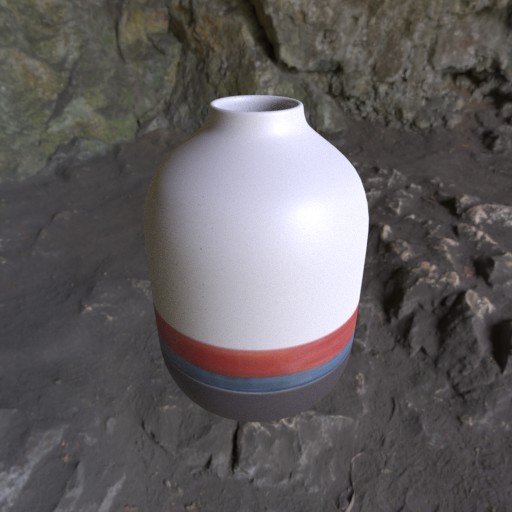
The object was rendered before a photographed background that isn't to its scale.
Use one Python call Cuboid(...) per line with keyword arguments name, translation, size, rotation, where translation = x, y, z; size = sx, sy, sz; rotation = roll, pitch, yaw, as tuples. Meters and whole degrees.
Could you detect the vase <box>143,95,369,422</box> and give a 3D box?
Cuboid(name="vase", translation=(0.000, 0.000, 0.357), size=(0.169, 0.237, 0.169), rotation=(0, 29, 0))
